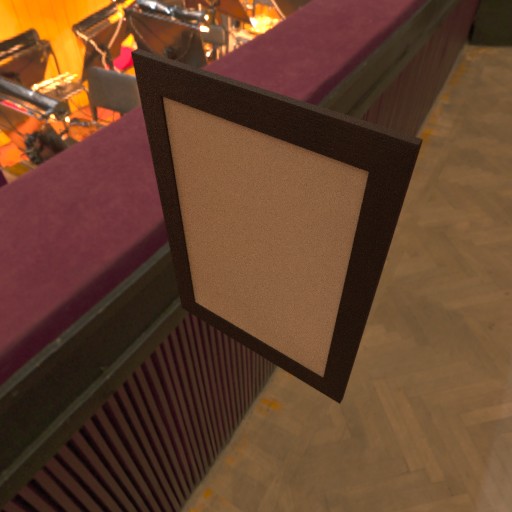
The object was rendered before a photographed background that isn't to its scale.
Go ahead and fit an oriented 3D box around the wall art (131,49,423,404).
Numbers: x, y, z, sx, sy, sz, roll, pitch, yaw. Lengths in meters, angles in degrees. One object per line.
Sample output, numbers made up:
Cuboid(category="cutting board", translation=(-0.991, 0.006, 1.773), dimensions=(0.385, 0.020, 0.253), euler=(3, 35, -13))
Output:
Cuboid(category="wall art", translation=(0.000, 0.000, 0.650), dimensions=(0.359, 0.508, 0.013), euler=(27, 52, 23))
